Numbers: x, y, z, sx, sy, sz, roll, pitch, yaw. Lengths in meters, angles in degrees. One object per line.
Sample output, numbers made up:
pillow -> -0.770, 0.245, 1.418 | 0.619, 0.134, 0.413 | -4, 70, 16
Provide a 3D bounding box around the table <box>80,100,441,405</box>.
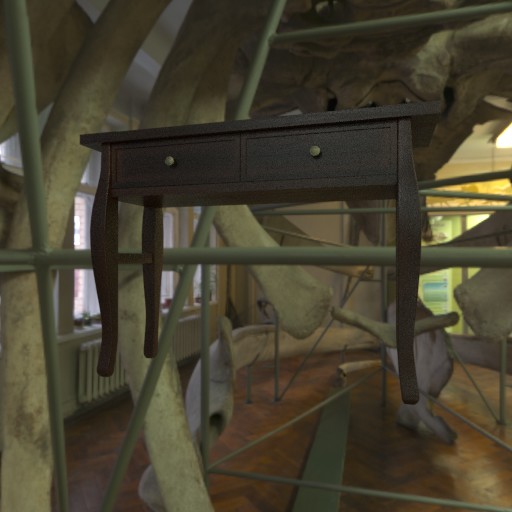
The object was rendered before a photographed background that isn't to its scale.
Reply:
table -> 0.000, 0.000, 1.420 | 1.062, 0.768, 0.373 | 0, 0, 17
